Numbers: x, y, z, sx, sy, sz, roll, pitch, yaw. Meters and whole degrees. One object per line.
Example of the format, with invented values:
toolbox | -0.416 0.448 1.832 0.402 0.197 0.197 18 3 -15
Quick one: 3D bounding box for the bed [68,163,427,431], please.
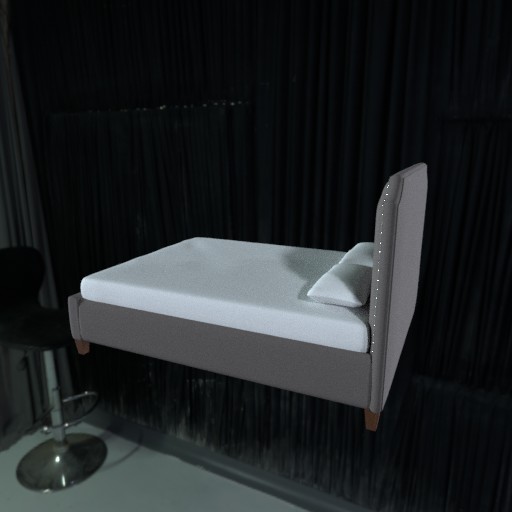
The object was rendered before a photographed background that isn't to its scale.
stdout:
bed | 0.000 0.000 3.527 2.372 1.443 1.713 7 16 24
